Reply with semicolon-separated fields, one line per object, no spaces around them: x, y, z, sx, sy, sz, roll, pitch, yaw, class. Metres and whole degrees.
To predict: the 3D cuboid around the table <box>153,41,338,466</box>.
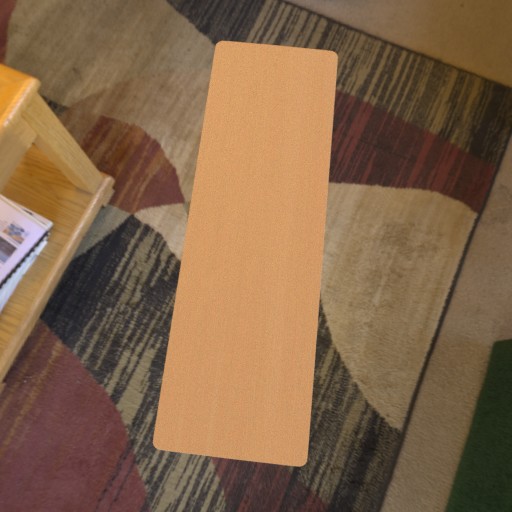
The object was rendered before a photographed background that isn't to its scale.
0.000;0.000;1.798;0.446;0.750;1.397;6;75;2;table
